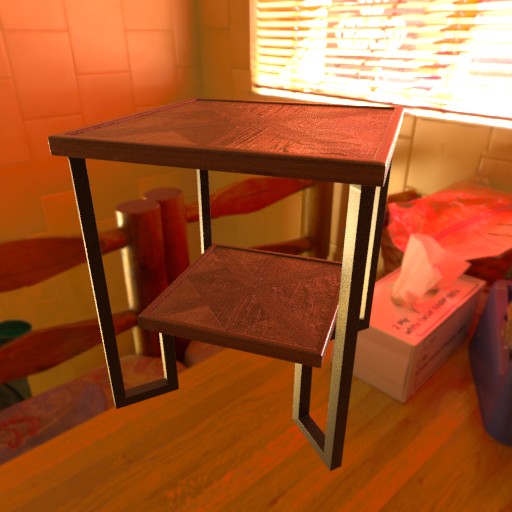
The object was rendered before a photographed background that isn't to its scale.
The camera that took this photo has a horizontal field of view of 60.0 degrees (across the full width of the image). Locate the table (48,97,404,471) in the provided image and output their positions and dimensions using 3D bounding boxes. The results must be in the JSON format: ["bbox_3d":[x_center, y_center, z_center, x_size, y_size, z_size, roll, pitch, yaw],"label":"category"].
[{"bbox_3d":[0.000,0.000,0.941,0.503,0.563,0.503,9,28,17],"label":"table"}]
